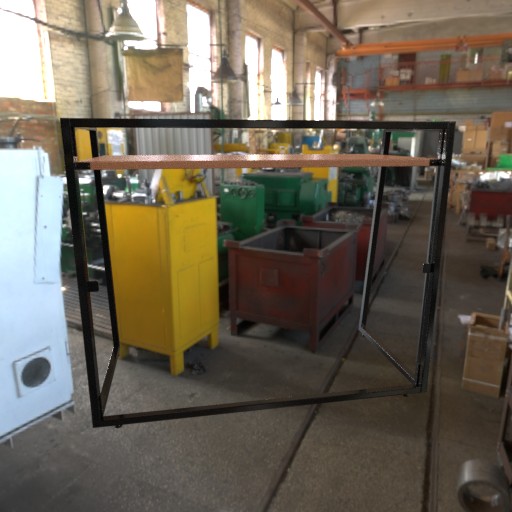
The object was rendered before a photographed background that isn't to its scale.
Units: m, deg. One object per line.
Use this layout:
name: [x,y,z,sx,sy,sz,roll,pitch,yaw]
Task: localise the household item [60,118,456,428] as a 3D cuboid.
household item: [0.000,0.000,1.498,1.050,0.860,0.510,-3,15,-10]
